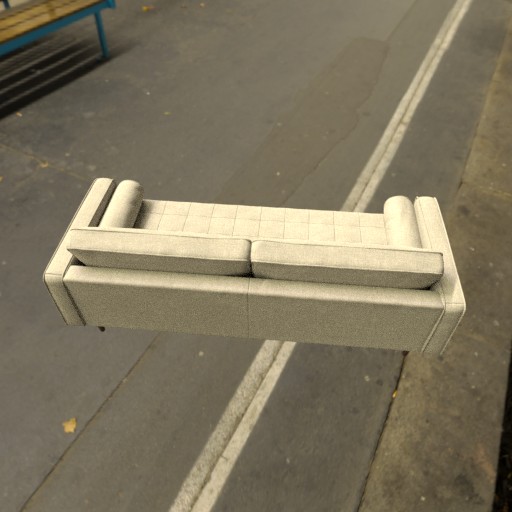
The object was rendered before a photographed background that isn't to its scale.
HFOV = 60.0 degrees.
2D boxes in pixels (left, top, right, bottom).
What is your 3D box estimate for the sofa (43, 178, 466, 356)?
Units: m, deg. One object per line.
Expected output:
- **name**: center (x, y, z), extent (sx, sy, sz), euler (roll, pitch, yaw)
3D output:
- **sofa**: center (0.000, 0.000, 2.691), extent (2.211, 0.762, 0.914), euler (4, 47, 4)
